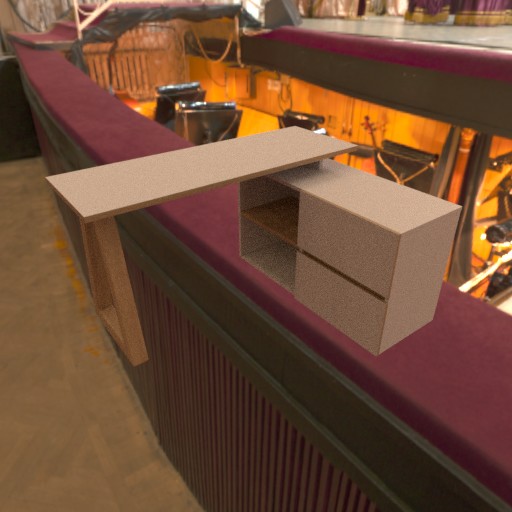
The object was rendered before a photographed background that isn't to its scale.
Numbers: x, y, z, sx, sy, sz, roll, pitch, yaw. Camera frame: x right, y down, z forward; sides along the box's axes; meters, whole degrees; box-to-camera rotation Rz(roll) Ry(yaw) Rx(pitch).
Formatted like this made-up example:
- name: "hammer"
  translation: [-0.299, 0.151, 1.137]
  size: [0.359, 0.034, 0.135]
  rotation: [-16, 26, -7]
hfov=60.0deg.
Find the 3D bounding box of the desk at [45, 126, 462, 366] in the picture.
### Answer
- name: "desk"
  translation: [0.000, 0.000, 2.051]
  size: [1.404, 0.755, 1.098]
  rotation: [-21, 37, -31]
